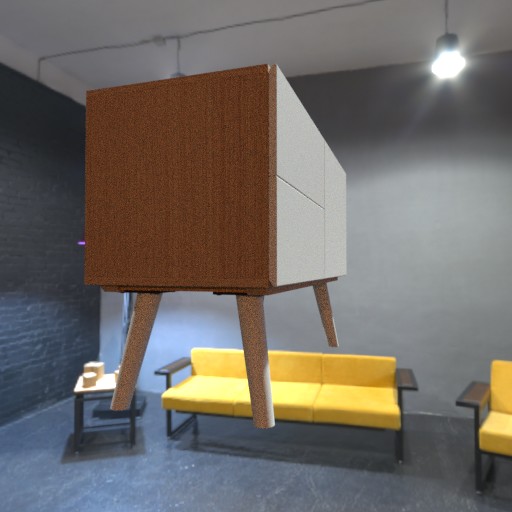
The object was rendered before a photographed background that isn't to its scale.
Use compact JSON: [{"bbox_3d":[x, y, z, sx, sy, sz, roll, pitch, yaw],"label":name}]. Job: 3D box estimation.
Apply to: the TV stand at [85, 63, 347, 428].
[{"bbox_3d":[0.000,0.000,1.309,0.407,0.660,0.991,0,-1,18],"label":"TV stand"}]
